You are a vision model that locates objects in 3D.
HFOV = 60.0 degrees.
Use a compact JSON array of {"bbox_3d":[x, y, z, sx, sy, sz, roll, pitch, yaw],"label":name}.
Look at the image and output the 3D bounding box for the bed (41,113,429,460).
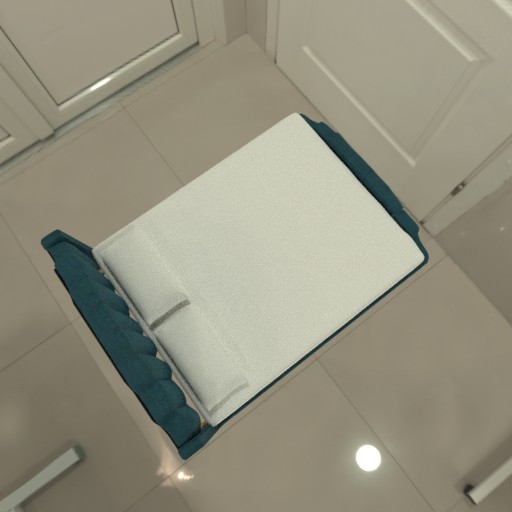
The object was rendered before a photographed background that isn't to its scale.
[{"bbox_3d":[0.000,0.000,3.373,2.322,1.351,1.676,-36,78,-9],"label":"bed"}]
